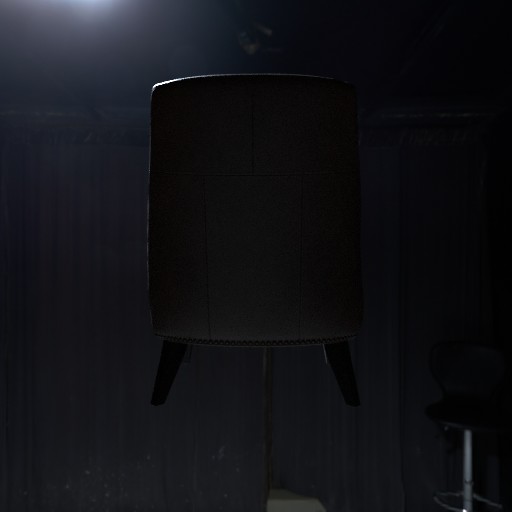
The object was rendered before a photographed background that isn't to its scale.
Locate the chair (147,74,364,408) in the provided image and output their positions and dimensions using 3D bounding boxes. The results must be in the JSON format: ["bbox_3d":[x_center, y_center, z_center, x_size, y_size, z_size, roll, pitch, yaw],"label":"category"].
[{"bbox_3d":[0.000,0.000,1.523,0.701,0.909,0.861,0,-1,1],"label":"chair"}]
